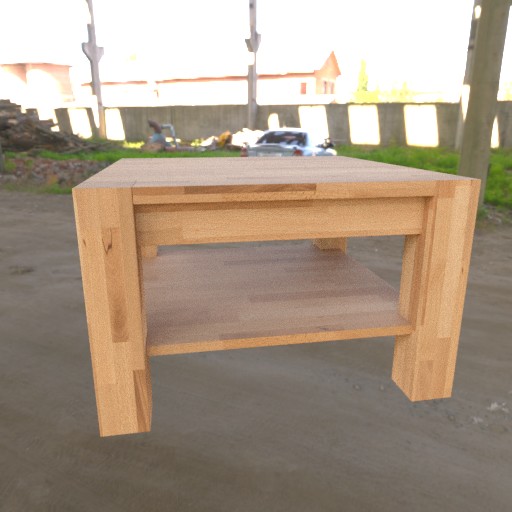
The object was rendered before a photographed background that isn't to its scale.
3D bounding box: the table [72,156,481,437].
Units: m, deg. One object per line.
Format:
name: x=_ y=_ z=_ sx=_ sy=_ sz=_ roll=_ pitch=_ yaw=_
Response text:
table: x=0.000 y=0.000 z=1.132 sx=0.700 sy=0.451 sz=0.700 roll=-3 pitch=16 yaw=-10
